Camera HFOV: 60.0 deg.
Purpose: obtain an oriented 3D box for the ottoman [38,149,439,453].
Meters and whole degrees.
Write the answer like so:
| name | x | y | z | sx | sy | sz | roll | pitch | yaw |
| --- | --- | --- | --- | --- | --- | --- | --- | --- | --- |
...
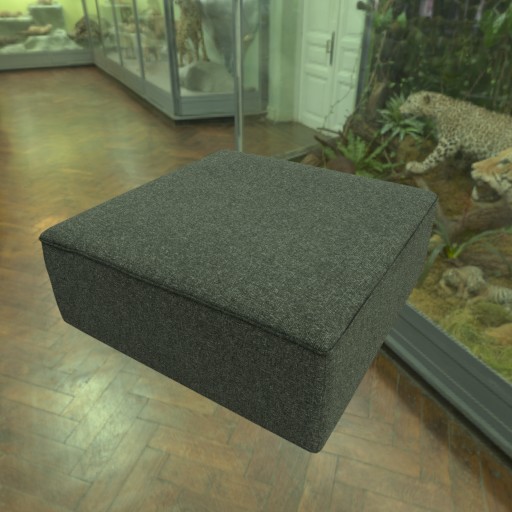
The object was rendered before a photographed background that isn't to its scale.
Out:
| name | x | y | z | sx | sy | sz | roll | pitch | yaw |
| --- | --- | --- | --- | --- | --- | --- | --- | --- | --- |
| ottoman | 0.000 | 0.000 | 1.604 | 1.017 | 0.423 | 1.021 | 18 | 36 | 28 |
